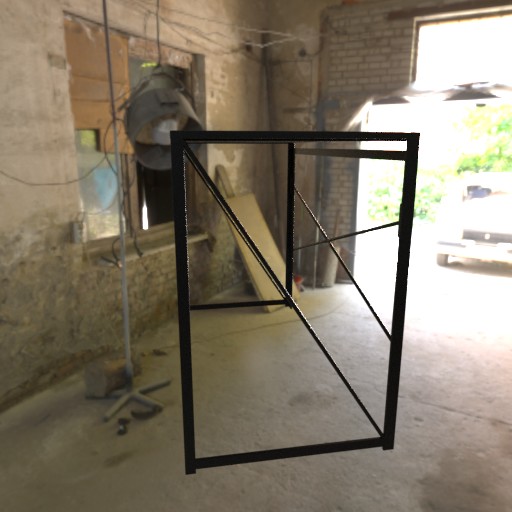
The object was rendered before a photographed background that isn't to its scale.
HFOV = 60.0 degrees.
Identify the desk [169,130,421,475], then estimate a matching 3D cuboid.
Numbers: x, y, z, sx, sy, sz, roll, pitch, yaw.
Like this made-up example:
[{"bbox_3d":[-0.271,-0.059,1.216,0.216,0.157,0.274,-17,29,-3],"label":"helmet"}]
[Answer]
[{"bbox_3d":[0.000,0.000,1.436,0.505,0.747,1.015,-2,14,-10],"label":"desk"}]
